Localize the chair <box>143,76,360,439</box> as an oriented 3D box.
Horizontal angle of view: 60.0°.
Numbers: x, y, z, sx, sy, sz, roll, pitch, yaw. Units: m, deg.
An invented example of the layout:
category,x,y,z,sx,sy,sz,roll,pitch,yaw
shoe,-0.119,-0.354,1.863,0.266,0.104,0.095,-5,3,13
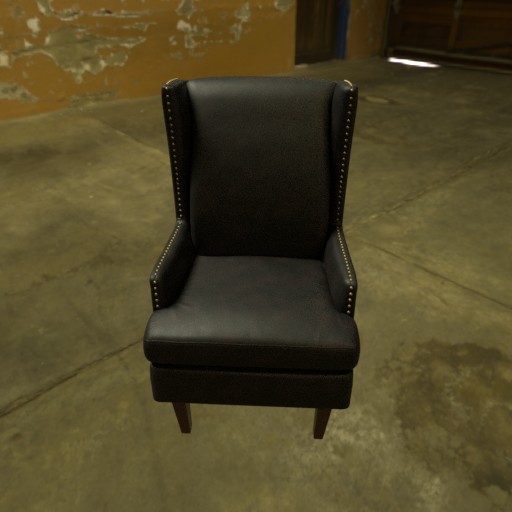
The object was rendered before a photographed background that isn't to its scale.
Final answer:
category,x,y,z,sx,sy,sz,roll,pitch,yaw
chair,0.000,0.000,1.647,0.703,1.142,0.799,1,31,2
